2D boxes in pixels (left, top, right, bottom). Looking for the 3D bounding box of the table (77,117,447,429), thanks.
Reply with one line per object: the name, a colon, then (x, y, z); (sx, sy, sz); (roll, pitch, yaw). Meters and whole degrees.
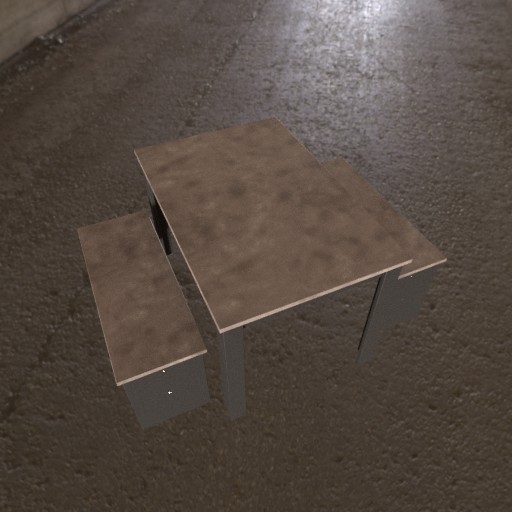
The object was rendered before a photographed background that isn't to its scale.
table: (0.000, 0.000, 2.062); (1.443, 0.700, 1.100); (-18, 49, -17)
